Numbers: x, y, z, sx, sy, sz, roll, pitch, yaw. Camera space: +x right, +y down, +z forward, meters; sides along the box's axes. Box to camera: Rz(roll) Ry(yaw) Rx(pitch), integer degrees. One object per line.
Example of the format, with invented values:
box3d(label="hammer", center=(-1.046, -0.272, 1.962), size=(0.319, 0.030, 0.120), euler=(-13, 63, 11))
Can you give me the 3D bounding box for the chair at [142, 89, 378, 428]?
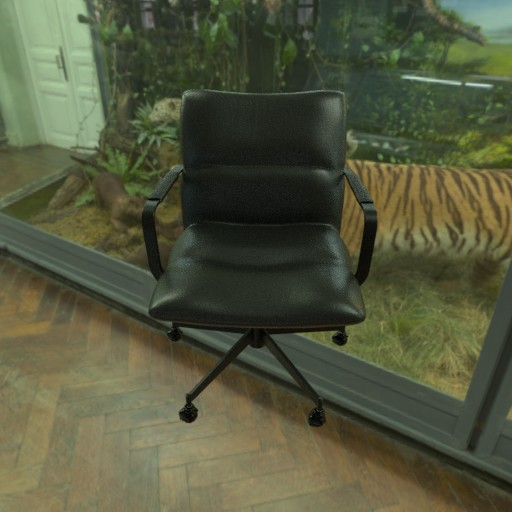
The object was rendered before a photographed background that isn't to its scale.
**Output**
box3d(label="chair", center=(0.000, 0.000, 1.452), size=(0.719, 0.922, 0.748), euler=(1, 30, 2))
